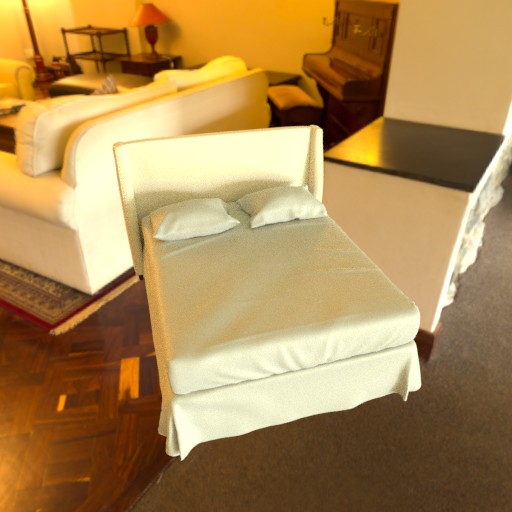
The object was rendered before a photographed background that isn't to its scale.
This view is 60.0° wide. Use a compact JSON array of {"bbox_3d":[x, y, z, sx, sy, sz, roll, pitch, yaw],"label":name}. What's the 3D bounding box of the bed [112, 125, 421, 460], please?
[{"bbox_3d":[0.000,0.000,3.466,1.925,1.332,2.276,-9,33,-14],"label":"bed"}]
